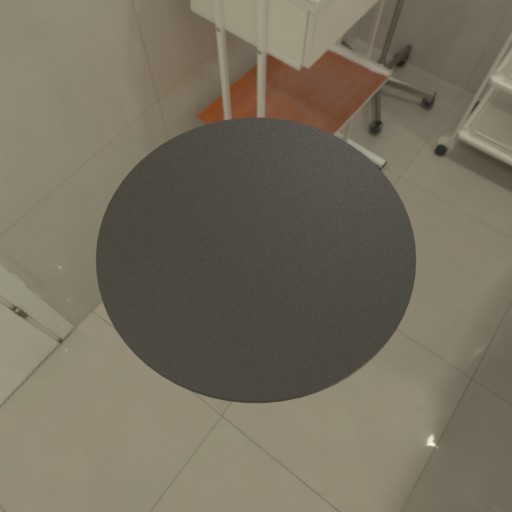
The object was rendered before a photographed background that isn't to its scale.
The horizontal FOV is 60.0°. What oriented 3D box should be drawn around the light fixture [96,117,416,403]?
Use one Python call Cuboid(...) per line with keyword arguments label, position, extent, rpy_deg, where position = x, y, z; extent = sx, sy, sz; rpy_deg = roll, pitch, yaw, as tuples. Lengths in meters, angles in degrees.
Cuboid(label="light fixture", position=(0.000, 0.000, 0.557), extent=(0.368, 0.100, 0.368), rpy_deg=(0, 63, 0))
